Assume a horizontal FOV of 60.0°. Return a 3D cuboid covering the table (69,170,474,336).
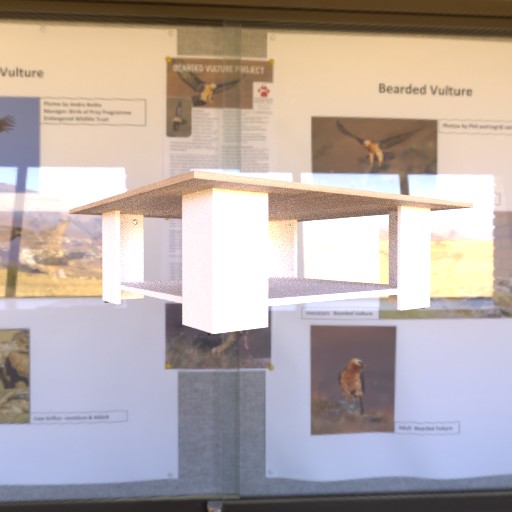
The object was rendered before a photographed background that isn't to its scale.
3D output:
[{"bbox_3d":[0.000,0.000,1.369,0.890,0.305,0.890,0,1,-35],"label":"table"}]
